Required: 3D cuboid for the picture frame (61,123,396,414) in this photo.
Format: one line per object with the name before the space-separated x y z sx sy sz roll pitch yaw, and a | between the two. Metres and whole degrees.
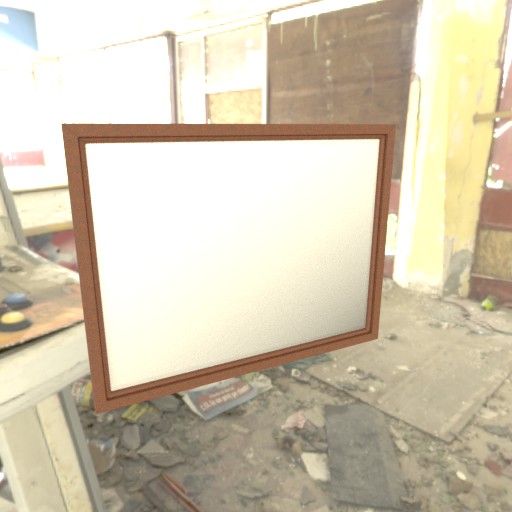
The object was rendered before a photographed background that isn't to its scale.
picture frame | 0.000 0.000 1.781 1.329 1.018 0.045 -8 18 -26
